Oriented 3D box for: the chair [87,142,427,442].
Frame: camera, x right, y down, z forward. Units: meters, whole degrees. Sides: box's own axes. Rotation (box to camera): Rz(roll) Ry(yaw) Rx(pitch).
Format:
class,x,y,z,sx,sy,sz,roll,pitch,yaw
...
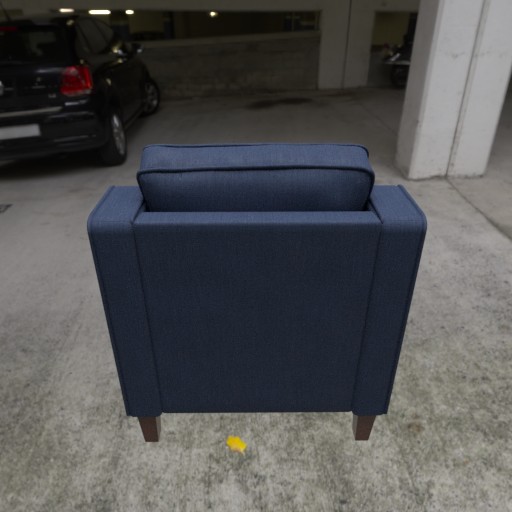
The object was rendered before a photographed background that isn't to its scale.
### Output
class,x,y,z,sx,sy,sz,roll,pitch,yaw
chair,0.000,0.000,1.623,0.831,0.960,0.909,0,29,0
